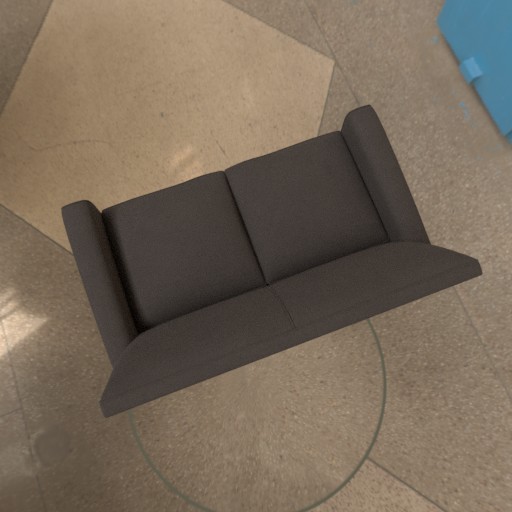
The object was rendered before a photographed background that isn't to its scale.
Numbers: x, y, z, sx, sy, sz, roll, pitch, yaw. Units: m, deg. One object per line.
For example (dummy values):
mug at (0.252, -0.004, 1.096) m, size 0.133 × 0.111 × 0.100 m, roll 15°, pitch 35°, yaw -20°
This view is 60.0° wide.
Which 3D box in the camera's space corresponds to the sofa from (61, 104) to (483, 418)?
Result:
sofa at (0.000, 0.000, 1.957) m, size 1.420 × 0.846 × 0.871 m, roll -20°, pitch 76°, yaw -5°
